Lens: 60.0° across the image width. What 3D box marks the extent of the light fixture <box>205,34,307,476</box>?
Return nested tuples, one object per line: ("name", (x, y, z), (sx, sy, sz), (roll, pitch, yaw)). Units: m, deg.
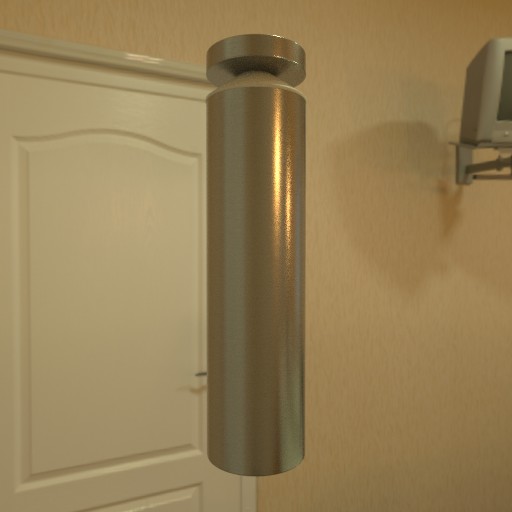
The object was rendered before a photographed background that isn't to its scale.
("light fixture", (0.000, 0.000, 0.451), (0.102, 0.400, 0.102), (1, 1, 36))
